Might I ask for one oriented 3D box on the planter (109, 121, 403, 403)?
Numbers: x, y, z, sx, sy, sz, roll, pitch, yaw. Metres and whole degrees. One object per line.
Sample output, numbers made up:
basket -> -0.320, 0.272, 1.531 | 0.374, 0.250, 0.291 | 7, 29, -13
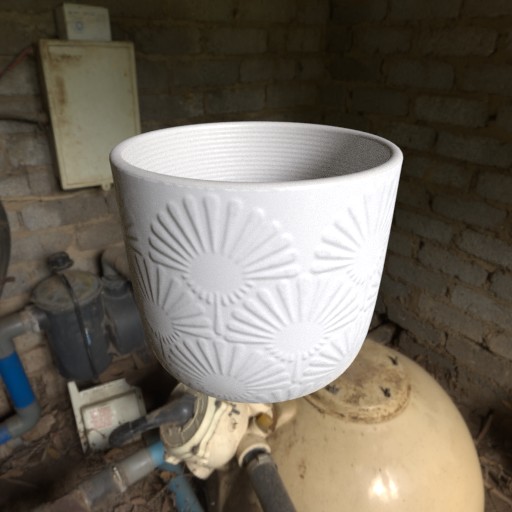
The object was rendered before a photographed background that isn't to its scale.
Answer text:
planter -> 0.000, 0.000, 0.218 | 0.124, 0.109, 0.124 | 0, 26, 0
